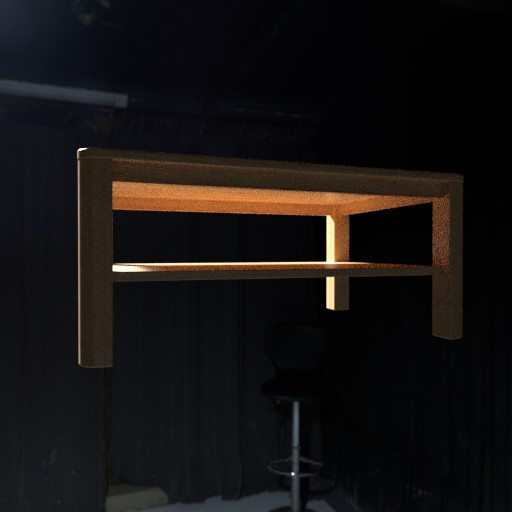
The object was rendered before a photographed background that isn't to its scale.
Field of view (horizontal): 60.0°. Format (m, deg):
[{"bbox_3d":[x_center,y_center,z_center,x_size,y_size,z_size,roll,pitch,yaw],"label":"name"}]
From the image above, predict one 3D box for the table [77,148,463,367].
[{"bbox_3d":[0.000,0.000,1.375,0.997,0.445,0.696,0,1,-19],"label":"table"}]
